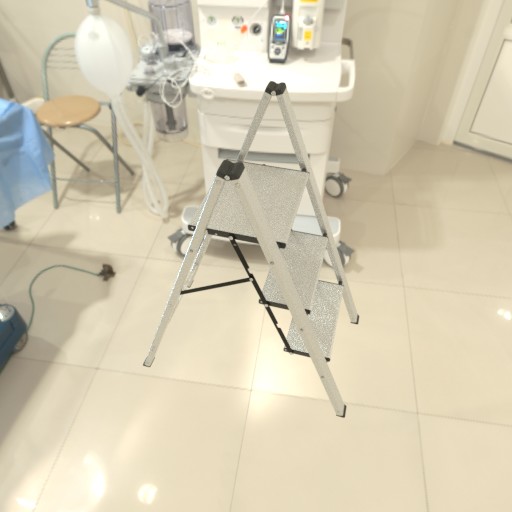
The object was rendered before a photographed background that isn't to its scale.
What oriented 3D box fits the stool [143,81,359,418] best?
[{"bbox_3d":[0.000,0.000,1.358,0.730,0.902,0.441,11,47,11],"label":"stool"}]
